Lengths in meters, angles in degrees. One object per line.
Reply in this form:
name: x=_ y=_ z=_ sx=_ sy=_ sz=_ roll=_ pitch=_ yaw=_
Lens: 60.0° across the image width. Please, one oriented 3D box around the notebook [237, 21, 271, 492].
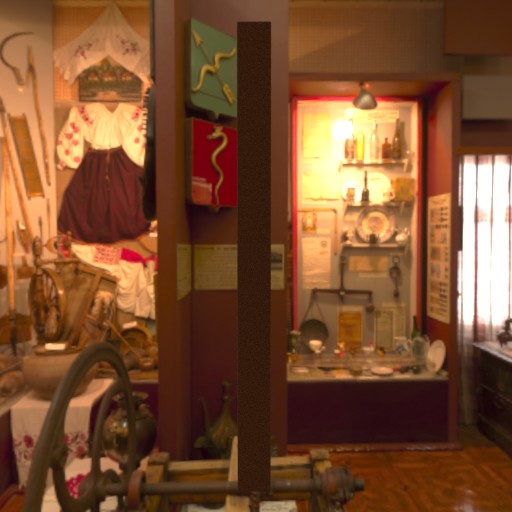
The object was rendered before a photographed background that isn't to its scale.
notebook: x=0.000 y=0.000 z=0.263 sx=0.016 sy=0.213 sz=0.127 roll=0 pitch=2 yaw=1
